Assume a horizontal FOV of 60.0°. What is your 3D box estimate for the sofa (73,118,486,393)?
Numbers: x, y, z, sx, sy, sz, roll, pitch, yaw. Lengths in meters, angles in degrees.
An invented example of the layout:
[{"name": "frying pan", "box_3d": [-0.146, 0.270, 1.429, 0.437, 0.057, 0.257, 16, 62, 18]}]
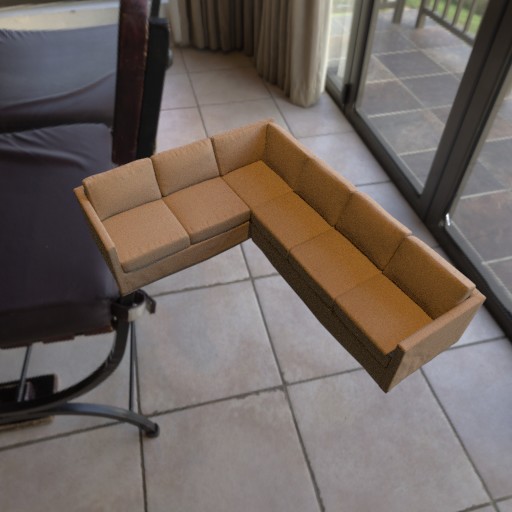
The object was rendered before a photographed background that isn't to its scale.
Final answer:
[{"name": "sofa", "box_3d": [0.000, 0.000, 4.230, 2.432, 0.871, 3.182, -25, 53, -21]}]
